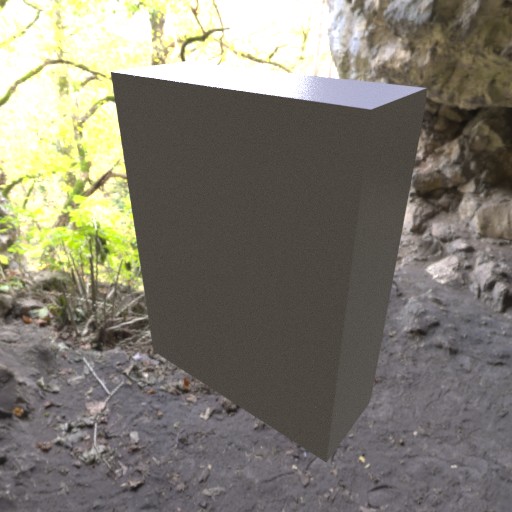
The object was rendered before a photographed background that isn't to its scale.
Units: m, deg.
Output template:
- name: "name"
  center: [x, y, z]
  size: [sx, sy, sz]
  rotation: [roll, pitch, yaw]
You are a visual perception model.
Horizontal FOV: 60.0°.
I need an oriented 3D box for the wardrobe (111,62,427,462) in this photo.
- name: "wardrobe"
  center: [0.000, 0.000, 1.596]
  size: [0.900, 1.200, 0.360]
  rotation: [22, 37, 32]
